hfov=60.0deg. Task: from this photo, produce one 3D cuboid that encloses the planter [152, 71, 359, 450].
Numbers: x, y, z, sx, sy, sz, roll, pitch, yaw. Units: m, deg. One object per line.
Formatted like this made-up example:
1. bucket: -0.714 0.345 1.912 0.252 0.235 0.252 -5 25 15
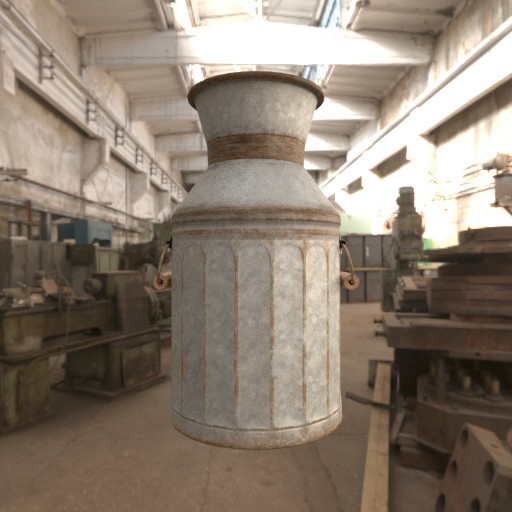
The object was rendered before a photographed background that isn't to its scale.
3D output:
1. planter: 0.000 0.000 0.556 0.245 0.396 0.214 0 0 1
